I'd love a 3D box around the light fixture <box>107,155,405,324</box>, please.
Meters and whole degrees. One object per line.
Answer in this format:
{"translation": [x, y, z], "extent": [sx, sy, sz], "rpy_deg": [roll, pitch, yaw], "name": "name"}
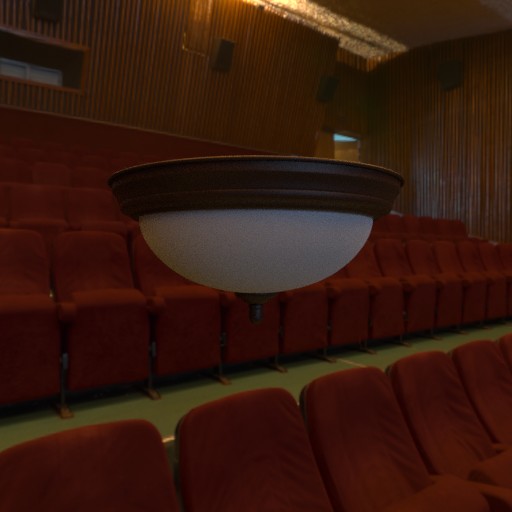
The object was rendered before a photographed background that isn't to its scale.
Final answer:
{"translation": [0.000, 0.000, 0.439], "extent": [0.280, 0.135, 0.280], "rpy_deg": [0, 0, 0], "name": "light fixture"}
